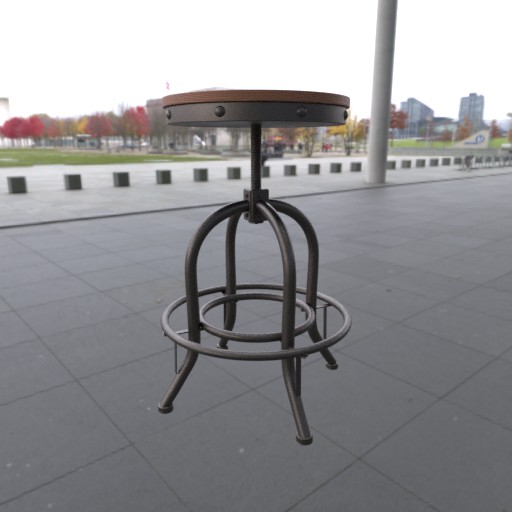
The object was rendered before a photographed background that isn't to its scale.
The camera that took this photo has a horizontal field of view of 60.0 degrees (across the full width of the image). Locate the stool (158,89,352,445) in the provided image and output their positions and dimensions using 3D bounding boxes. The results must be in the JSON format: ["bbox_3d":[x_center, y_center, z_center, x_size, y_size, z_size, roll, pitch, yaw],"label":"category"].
[{"bbox_3d":[0.000,0.000,0.913,0.439,0.609,0.439,-7,16,-25],"label":"stool"}]
